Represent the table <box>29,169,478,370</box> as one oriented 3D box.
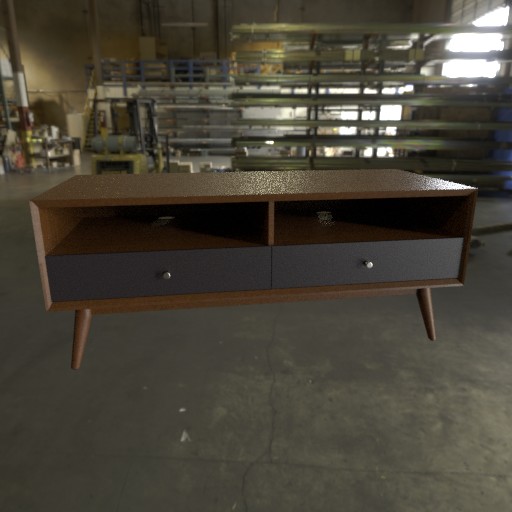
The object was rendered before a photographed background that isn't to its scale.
[{"bbox_3d":[0.000,0.000,1.382,1.119,0.464,0.490,-3,17,-9],"label":"table"}]
